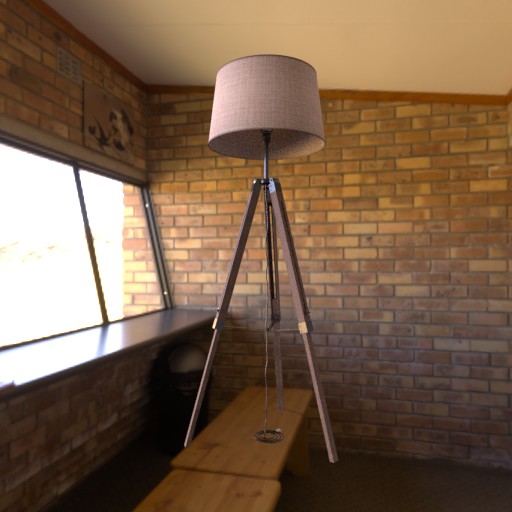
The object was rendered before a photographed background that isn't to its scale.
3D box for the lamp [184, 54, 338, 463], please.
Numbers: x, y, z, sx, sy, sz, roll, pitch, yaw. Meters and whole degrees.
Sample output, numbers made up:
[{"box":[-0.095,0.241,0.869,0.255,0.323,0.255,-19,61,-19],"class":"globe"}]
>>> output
[{"box":[0.000,0.000,1.848,0.587,1.510,0.604,0,-1,-18],"class":"lamp"}]
